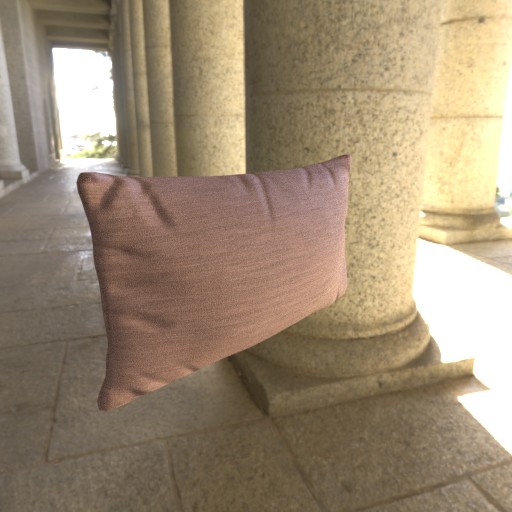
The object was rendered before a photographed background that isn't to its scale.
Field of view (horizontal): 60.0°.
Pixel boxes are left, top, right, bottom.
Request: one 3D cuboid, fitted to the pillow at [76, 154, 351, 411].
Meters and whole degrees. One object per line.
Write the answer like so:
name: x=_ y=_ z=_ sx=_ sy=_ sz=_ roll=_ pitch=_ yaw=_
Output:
pillow: x=0.000 y=0.000 z=0.802 sx=0.210 sy=0.338 sz=0.633 roll=14 pitch=21 yaw=41
